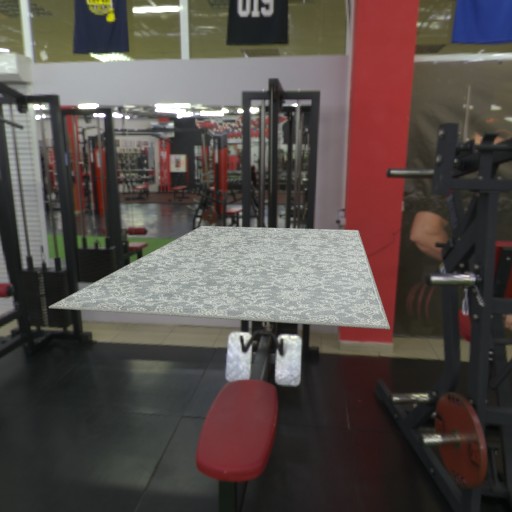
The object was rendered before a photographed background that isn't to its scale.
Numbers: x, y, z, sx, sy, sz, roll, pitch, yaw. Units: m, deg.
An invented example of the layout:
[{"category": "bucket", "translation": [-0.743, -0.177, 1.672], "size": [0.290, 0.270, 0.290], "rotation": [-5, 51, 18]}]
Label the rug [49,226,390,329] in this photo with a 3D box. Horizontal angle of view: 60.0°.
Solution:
[{"category": "rug", "translation": [0.000, 0.000, 3.079], "size": [1.515, 0.010, 2.430], "rotation": [2, 13, 10]}]
